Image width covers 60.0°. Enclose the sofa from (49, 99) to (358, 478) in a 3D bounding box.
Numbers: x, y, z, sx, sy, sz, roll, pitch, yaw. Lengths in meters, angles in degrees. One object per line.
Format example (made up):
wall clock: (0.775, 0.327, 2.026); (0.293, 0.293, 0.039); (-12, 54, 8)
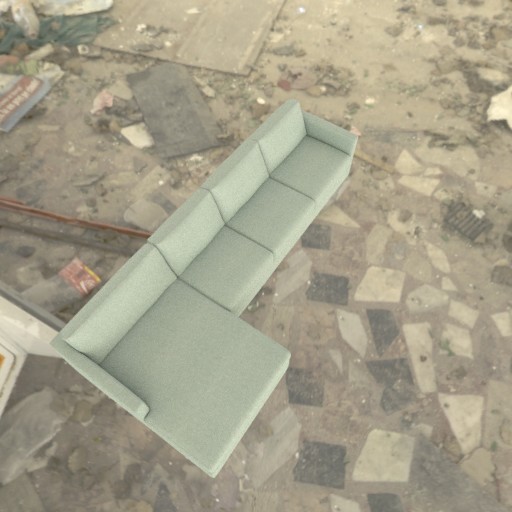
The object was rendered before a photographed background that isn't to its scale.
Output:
sofa: (0.000, 0.000, 4.199); (1.600, 0.953, 3.470); (30, 63, 18)
